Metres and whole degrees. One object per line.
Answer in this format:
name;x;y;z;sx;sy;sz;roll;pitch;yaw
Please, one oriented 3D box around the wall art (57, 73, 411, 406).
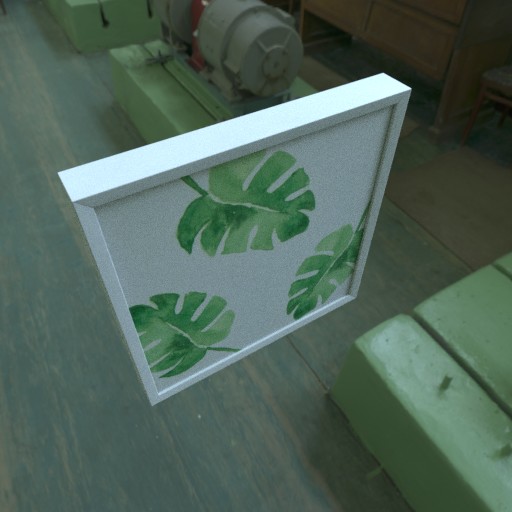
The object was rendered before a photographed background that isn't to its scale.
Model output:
wall art;0.000;0.000;0.466;0.305;0.305;0.038;-24;51;-21
